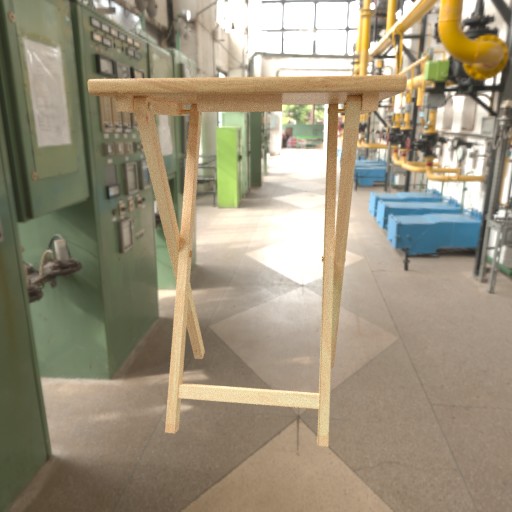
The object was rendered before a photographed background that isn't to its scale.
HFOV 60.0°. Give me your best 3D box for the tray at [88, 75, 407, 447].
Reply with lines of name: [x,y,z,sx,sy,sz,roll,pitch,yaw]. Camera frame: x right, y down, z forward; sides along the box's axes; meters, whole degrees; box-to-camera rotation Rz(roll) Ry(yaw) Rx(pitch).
tray: [0.000,0.000,0.927,0.483,0.660,0.381,2,16,7]
